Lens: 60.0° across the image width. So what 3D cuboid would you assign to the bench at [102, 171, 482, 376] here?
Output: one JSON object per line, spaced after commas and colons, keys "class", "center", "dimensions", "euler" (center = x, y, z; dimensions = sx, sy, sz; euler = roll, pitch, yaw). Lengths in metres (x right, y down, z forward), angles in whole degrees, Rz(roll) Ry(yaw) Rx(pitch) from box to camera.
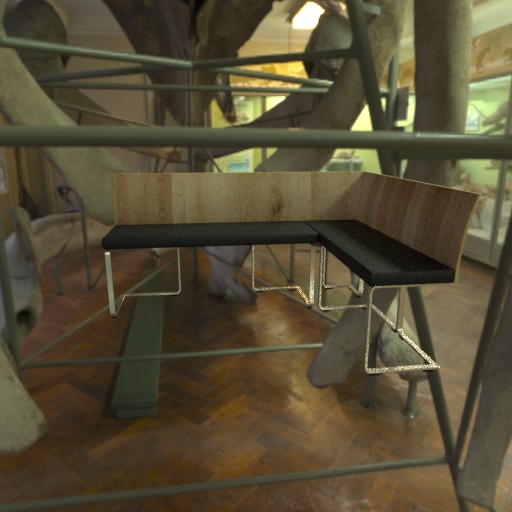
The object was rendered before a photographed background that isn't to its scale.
{"class": "bench", "center": [0.000, 0.000, 2.795], "dimensions": [1.945, 0.930, 1.495], "euler": [-2, 15, -7]}
